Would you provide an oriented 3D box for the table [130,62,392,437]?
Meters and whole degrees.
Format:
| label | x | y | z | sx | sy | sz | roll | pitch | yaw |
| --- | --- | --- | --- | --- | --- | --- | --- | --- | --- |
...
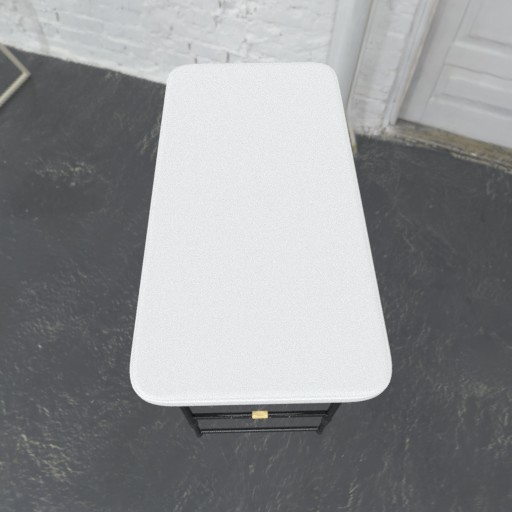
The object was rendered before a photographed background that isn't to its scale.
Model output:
| label | x | y | z | sx | sy | sz | roll | pitch | yaw |
| --- | --- | --- | --- | --- | --- | --- | --- | --- | --- |
| table | 0.000 | 0.000 | 1.617 | 0.610 | 0.737 | 1.219 | -1 | 58 | -1 |
